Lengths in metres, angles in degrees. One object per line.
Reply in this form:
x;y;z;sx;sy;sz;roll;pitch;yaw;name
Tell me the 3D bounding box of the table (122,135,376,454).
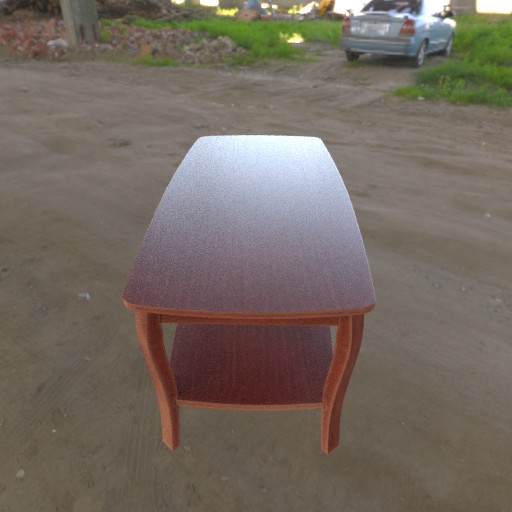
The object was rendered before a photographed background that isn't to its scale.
0.000;0.000;1.490;0.561;0.473;1.216;1;31;1;table
